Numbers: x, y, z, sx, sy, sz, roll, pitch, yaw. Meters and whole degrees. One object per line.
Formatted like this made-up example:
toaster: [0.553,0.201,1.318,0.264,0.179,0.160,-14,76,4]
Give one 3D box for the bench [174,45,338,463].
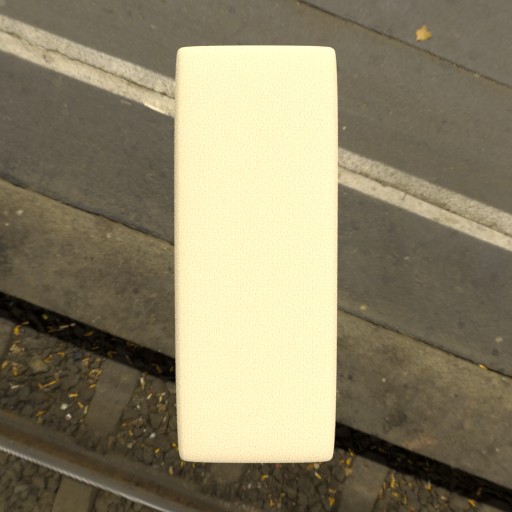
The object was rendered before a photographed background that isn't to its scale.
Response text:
bench: [0.000,0.000,1.872,0.646,0.393,1.609,0,92,0]
